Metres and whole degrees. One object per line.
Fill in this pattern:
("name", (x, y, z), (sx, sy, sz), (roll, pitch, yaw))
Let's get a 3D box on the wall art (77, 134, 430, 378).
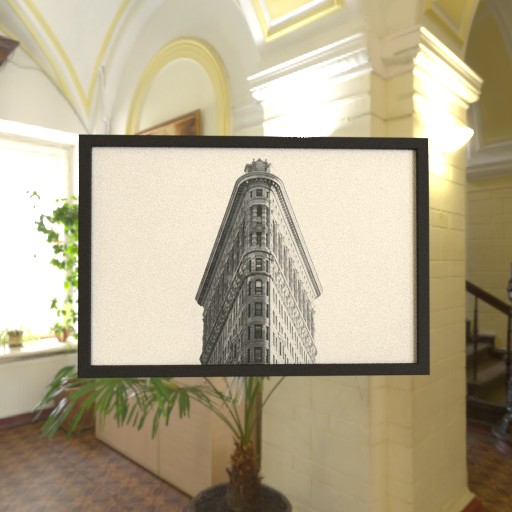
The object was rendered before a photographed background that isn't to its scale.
("wall art", (0.000, 0.000, 1.227), (0.964, 0.659, 0.049), (0, -1, 0))
